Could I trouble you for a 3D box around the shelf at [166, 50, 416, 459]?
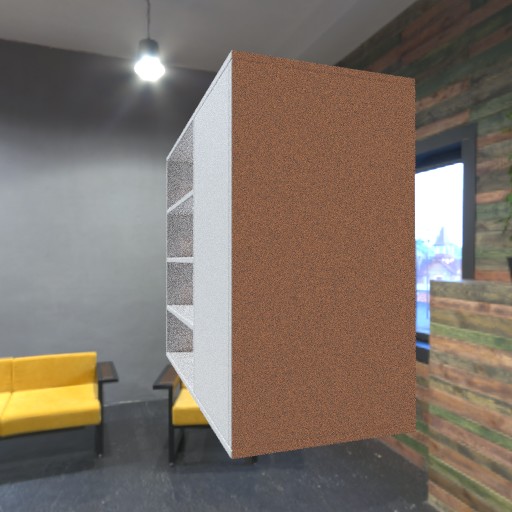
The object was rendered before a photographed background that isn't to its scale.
[{"bbox_3d":[0.000,0.000,1.278,0.396,0.732,0.895,0,0,-19],"label":"shelf"}]
